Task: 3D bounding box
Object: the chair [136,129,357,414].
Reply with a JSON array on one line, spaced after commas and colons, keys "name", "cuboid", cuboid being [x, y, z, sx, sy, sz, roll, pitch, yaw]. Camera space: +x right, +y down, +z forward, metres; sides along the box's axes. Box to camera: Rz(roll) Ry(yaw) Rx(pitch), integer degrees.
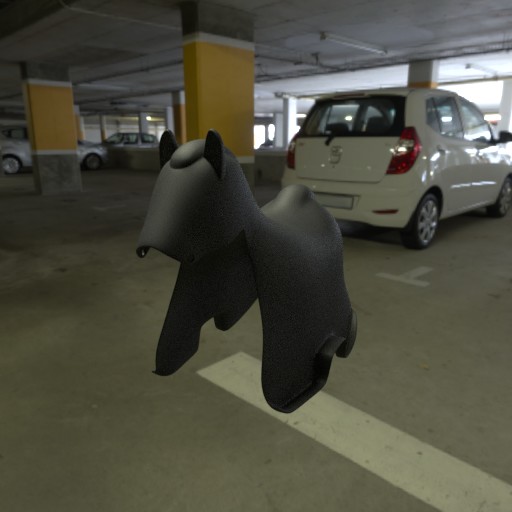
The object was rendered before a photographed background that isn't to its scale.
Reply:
[{"name": "chair", "cuboid": [0.000, 0.000, 1.128, 0.429, 0.612, 0.800, 8, 17, 27]}]
